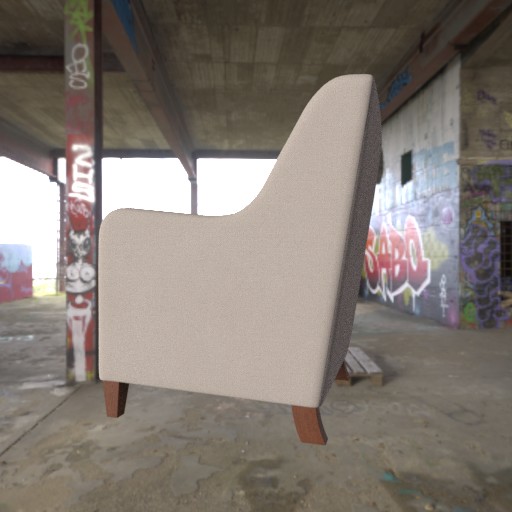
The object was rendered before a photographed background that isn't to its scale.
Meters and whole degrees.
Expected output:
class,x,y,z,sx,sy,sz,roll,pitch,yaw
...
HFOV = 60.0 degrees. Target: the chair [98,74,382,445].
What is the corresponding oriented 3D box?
class,x,y,z,sx,sy,sz,roll,pitch,yaw
chair,0.000,0.000,1.598,0.863,1.010,0.715,0,0,17
